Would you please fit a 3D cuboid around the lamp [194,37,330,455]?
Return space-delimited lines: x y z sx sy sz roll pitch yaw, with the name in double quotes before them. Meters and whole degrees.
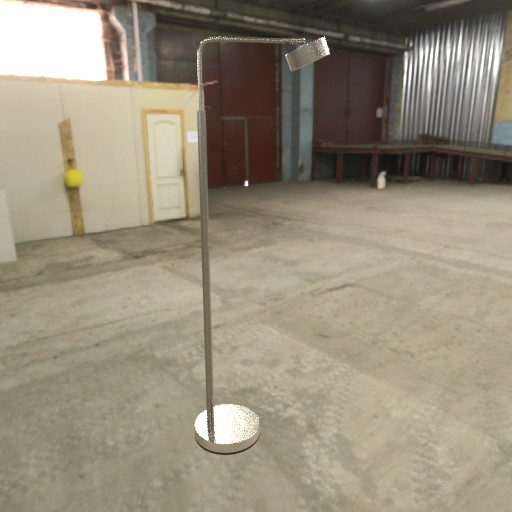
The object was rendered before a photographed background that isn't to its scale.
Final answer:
"lamp" 0.000 0.000 1.377 0.421 1.250 0.222 -2 15 -9
